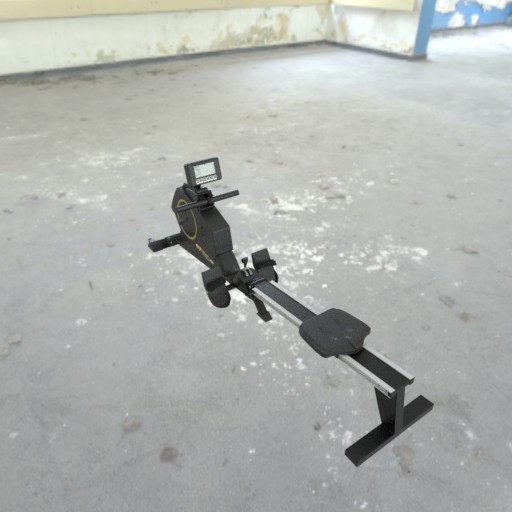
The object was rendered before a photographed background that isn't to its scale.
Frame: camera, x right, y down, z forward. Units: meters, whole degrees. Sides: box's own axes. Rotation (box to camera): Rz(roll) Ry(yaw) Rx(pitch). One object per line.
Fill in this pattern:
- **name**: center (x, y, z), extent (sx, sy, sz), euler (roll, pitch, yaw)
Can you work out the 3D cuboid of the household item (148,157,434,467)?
- **household item**: center (0.000, 0.000, 2.596), extent (0.521, 0.810, 2.251), euler (-21, 38, -29)
